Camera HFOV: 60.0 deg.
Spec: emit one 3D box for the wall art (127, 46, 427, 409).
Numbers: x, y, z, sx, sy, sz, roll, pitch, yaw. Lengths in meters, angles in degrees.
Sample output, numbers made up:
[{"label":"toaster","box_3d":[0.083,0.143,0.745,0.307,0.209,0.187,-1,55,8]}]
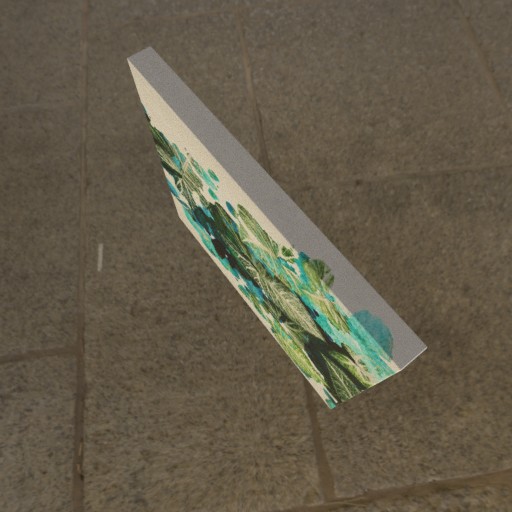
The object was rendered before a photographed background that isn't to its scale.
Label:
[{"label":"wall art","box_3d":[0.000,0.000,0.706,0.041,0.435,0.507,-35,71,-14]}]
